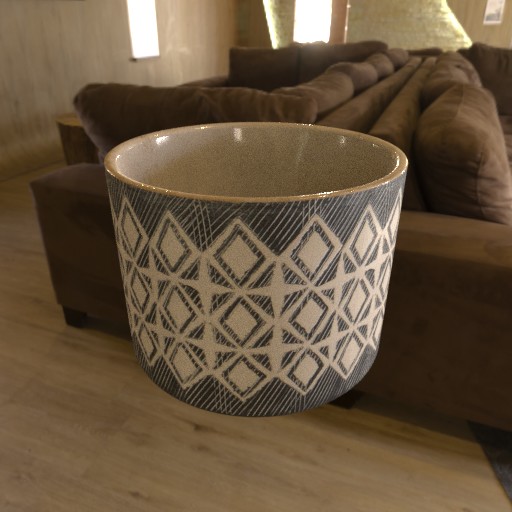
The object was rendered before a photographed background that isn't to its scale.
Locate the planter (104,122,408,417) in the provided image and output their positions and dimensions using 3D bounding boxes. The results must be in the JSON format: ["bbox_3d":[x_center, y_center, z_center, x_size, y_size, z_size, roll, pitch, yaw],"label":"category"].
[{"bbox_3d":[0.000,0.000,0.216,0.126,0.104,0.126,0,27,0],"label":"planter"}]
